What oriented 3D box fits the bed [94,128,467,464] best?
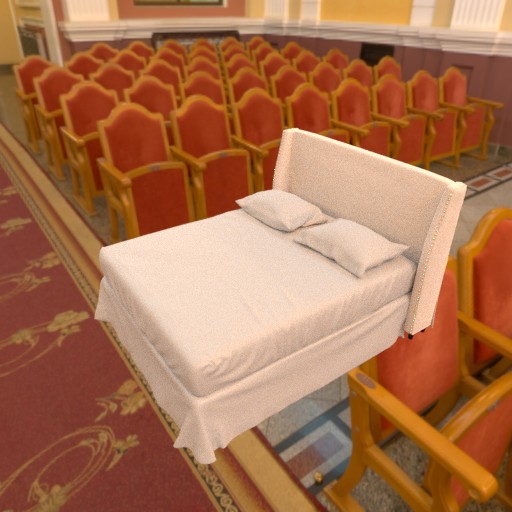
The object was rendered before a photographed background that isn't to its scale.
[{"bbox_3d":[0.000,0.000,3.500,2.276,1.332,1.925,-19,36,-30],"label":"bed"}]
